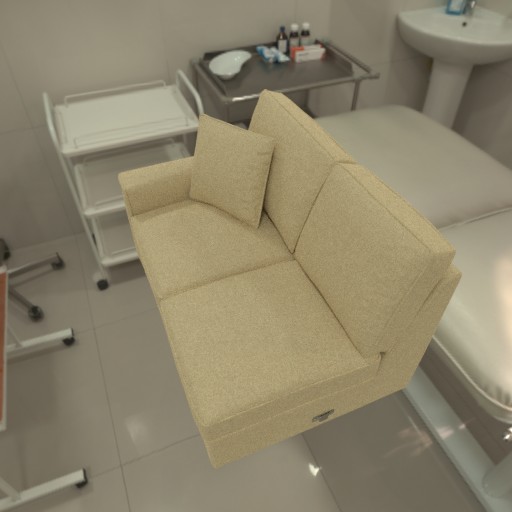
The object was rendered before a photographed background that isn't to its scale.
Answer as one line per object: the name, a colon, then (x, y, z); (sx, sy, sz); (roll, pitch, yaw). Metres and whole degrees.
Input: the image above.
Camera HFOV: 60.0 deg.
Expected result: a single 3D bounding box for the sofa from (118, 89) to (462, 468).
sofa: (0.000, 0.000, 2.052); (0.991, 0.989, 1.388); (-17, 47, -16)
